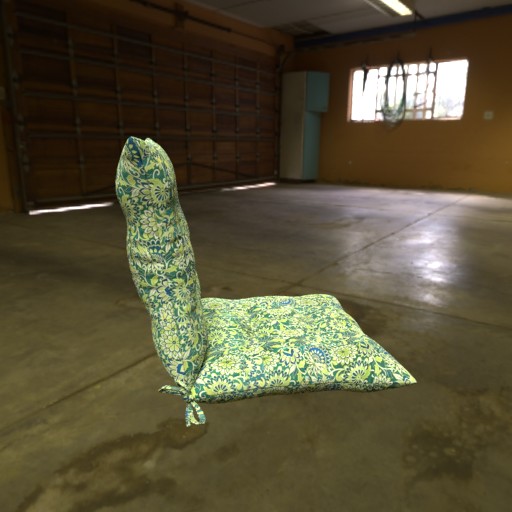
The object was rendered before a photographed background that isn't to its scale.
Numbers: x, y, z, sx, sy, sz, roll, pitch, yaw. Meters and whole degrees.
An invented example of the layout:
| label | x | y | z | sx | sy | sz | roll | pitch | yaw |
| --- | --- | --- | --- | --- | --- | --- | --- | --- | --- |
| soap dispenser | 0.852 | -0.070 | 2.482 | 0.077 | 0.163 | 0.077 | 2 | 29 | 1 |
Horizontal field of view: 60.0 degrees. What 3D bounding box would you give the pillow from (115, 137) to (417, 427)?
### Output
| label | x | y | z | sx | sy | sz | roll | pitch | yaw |
| --- | --- | --- | --- | --- | --- | --- | --- | --- | --- |
| pillow | 0.000 | 0.000 | 1.035 | 0.585 | 0.536 | 0.541 | -2 | 14 | -9 |
